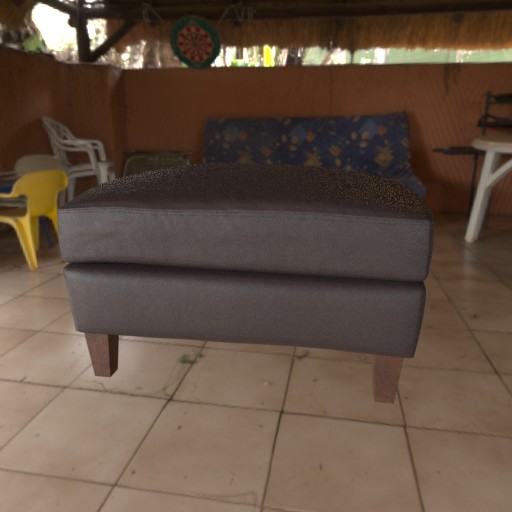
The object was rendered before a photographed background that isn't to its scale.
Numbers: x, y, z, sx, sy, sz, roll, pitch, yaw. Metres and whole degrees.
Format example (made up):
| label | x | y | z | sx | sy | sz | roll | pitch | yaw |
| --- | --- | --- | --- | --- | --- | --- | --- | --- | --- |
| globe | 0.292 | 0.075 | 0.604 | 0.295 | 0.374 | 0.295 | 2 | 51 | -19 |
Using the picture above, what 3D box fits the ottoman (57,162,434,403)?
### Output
| label | x | y | z | sx | sy | sz | roll | pitch | yaw |
| --- | --- | --- | --- | --- | --- | --- | --- | --- | --- |
| ottoman | 0.000 | 0.000 | 1.305 | 0.887 | 0.529 | 0.659 | 3 | 16 | 9 |
